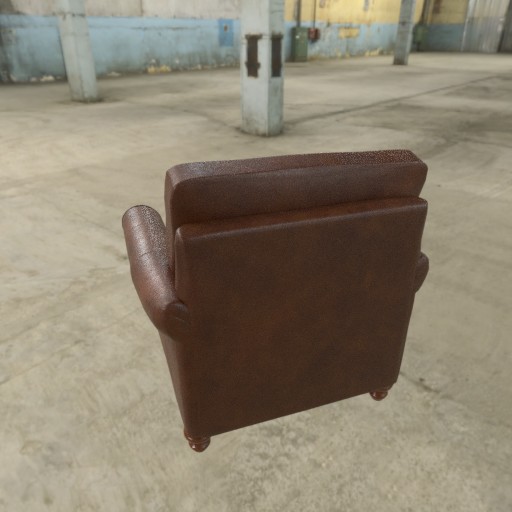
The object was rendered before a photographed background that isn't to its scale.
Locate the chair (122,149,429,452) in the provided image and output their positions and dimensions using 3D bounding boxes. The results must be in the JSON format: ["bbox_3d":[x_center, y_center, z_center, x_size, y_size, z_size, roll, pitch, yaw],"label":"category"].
[{"bbox_3d":[0.000,0.000,1.783,0.989,0.972,0.992,-9,28,-18],"label":"chair"}]
